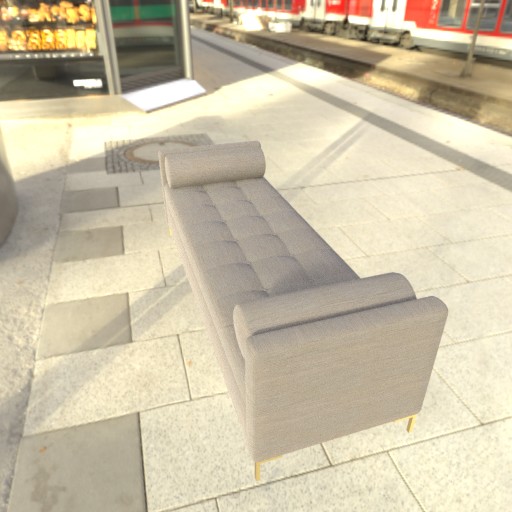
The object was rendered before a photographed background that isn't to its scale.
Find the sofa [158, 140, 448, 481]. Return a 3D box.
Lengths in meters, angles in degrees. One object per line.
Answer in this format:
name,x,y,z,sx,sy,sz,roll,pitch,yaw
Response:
sofa,0.000,0.000,2.307,0.686,0.635,1.981,-10,32,-16
